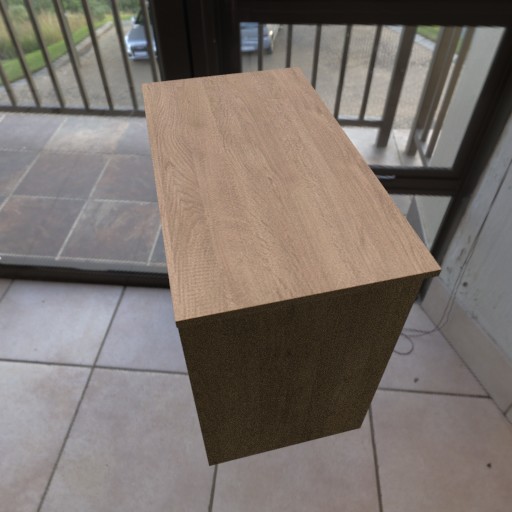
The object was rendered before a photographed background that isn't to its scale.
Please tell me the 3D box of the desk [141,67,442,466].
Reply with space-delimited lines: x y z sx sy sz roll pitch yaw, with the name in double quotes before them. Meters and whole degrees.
"desk" 0.000 0.000 1.348 0.498 0.724 0.893 -10 48 -9
